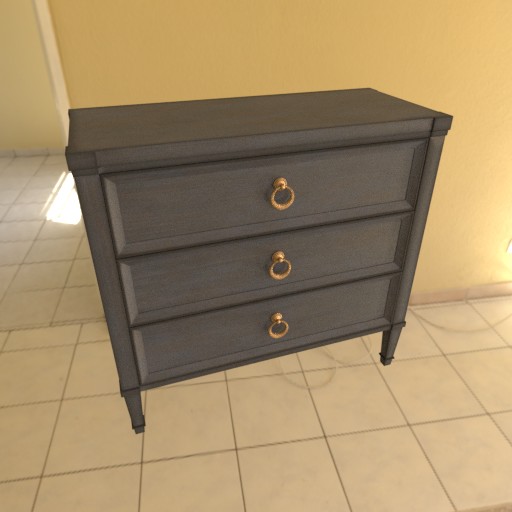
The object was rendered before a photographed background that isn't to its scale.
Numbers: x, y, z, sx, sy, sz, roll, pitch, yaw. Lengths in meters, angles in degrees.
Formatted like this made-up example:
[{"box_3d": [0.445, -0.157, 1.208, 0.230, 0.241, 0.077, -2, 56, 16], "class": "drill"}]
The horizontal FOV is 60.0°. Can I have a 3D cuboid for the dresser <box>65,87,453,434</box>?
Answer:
[{"box_3d": [0.000, 0.000, 1.562, 1.049, 0.986, 0.463, -10, 33, -16], "class": "dresser"}]
